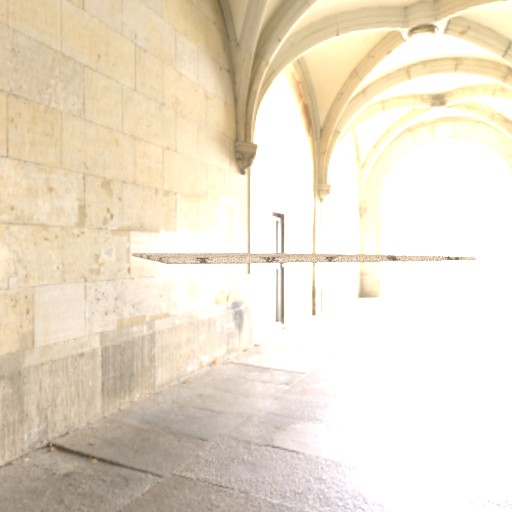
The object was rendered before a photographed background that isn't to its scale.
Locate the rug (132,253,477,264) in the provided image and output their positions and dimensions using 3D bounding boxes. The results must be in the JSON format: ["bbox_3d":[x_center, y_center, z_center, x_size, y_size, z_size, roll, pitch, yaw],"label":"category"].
[{"bbox_3d":[0.000,0.000,3.561,1.778,0.030,2.743,0,1,-19],"label":"rug"}]
